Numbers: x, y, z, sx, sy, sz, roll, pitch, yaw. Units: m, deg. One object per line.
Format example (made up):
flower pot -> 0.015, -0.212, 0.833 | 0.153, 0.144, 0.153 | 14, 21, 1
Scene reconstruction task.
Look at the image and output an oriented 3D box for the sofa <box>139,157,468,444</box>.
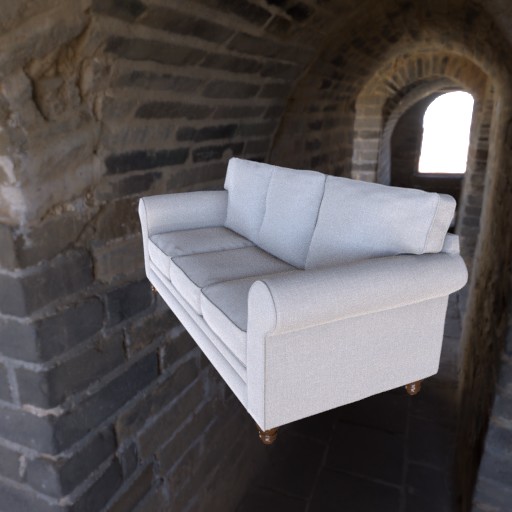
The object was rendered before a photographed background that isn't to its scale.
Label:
sofa -> 0.000, 0.000, 2.522 | 0.916, 0.961, 2.084 | -8, 19, -25
